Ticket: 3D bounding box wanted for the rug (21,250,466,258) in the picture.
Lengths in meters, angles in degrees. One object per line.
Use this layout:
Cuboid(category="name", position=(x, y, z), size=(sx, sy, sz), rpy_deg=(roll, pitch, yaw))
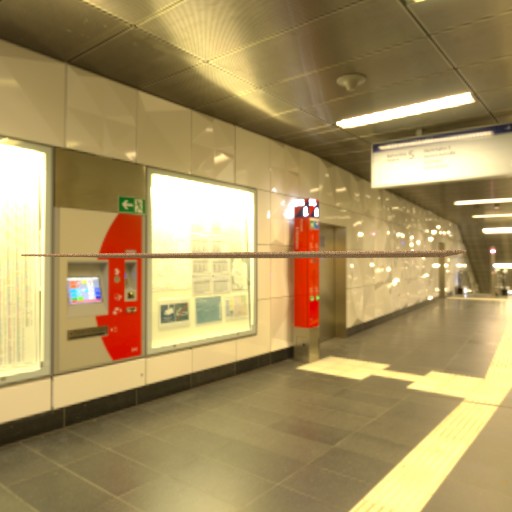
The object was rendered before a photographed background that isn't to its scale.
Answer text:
Cuboid(category="rug", position=(0.000, 0.000, 2.297), size=(1.840, 0.013, 1.225), rpy_deg=(0, -1, 19))
